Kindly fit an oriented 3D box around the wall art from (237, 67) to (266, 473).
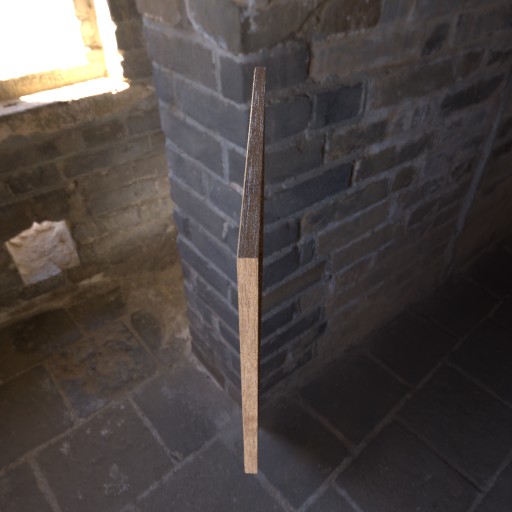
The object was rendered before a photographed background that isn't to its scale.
[{"bbox_3d":[0.000,0.000,0.982,0.026,0.588,0.690,1,41,1],"label":"wall art"}]
